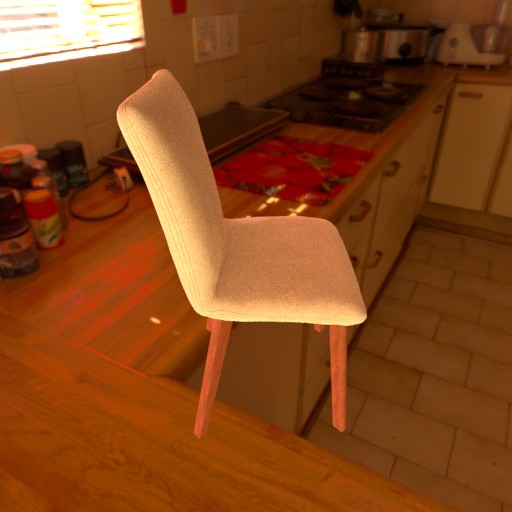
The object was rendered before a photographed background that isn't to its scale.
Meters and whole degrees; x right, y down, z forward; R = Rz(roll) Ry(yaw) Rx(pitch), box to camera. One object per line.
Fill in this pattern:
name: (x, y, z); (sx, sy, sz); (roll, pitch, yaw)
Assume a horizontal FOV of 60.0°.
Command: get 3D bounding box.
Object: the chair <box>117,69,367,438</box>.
chair: (0.000, 0.000, 1.298); (0.563, 0.974, 0.522); (-1, 32, -1)
